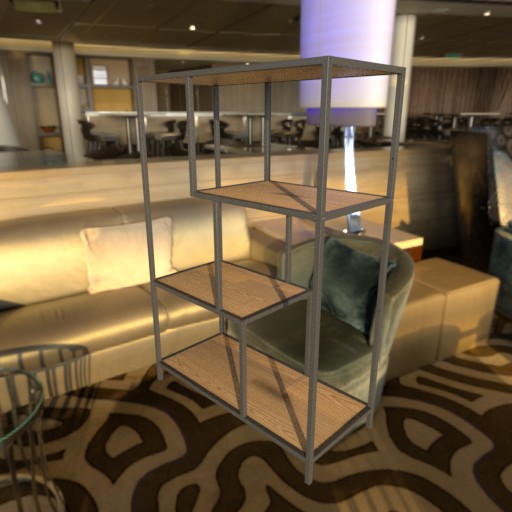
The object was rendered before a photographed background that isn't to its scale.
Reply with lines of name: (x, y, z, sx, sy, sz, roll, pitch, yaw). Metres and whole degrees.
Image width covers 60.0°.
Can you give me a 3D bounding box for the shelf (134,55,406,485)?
shelf: (0.000, 0.000, 1.482, 0.770, 1.138, 0.350, 17, 24, 42)
